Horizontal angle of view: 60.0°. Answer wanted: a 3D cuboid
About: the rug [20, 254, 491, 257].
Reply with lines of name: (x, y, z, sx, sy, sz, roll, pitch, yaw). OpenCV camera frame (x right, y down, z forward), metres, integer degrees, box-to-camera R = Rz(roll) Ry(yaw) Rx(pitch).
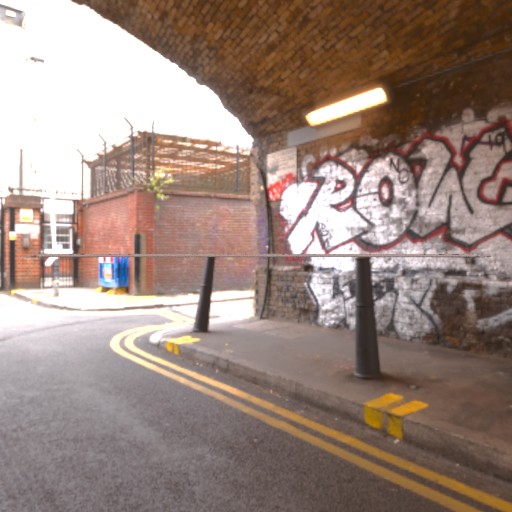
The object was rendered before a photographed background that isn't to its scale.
rug: (0.000, 0.000, 2.317, 1.847, 0.014, 1.230, 0, 0, 1)
